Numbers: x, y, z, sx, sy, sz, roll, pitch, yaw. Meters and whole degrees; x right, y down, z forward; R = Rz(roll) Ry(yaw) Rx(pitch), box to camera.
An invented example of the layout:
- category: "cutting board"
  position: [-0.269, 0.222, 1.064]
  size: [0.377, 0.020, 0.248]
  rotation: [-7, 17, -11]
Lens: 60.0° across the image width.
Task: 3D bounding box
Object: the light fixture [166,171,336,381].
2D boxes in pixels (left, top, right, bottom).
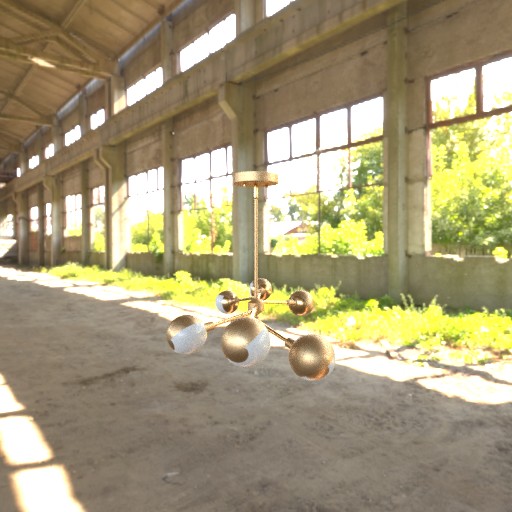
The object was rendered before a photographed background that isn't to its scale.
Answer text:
- category: "light fixture"
  position: [0.000, 0.000, 0.993]
  size: [0.434, 0.362, 0.778]
  rotation: [0, 2, 18]
